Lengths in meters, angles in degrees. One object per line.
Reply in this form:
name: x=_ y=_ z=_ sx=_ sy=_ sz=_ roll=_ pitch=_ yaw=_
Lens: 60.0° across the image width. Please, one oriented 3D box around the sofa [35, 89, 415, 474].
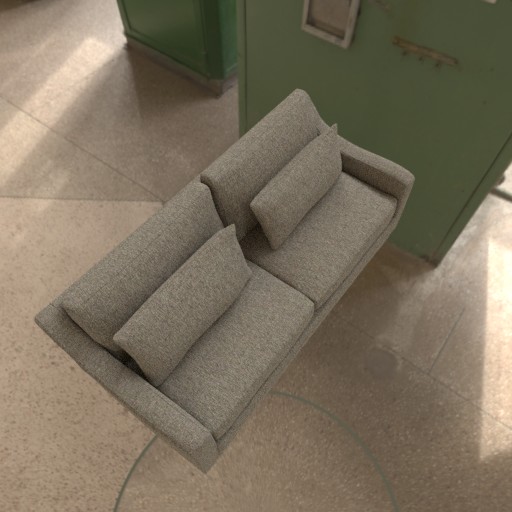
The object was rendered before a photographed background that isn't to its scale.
sofa: x=0.000 y=0.000 z=2.921 sx=1.103 sy=0.998 sz=2.418 roll=34 pitch=63 yaw=19
